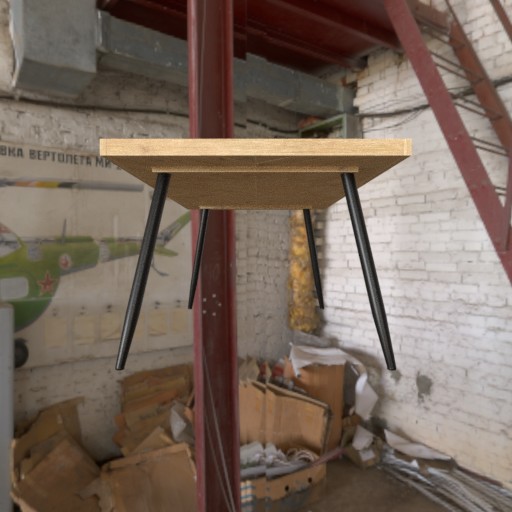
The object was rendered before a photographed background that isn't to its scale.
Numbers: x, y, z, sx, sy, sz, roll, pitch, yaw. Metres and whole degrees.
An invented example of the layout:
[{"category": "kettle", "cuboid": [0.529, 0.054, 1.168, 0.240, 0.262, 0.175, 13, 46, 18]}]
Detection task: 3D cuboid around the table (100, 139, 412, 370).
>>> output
[{"category": "table", "cuboid": [0.000, 0.000, 2.313, 0.991, 0.762, 1.803, 0, 1, 0]}]
